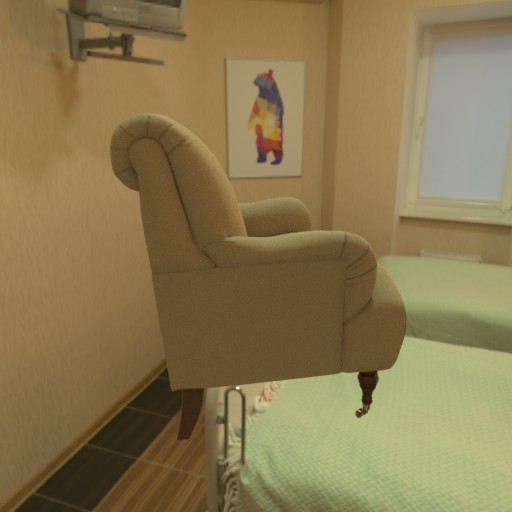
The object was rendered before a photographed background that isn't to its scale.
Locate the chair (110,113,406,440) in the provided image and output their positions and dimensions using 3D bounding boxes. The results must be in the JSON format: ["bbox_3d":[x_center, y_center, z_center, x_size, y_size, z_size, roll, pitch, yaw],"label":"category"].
[{"bbox_3d":[0.000,0.000,1.556,0.842,0.942,0.766,-3,16,-9],"label":"chair"}]
